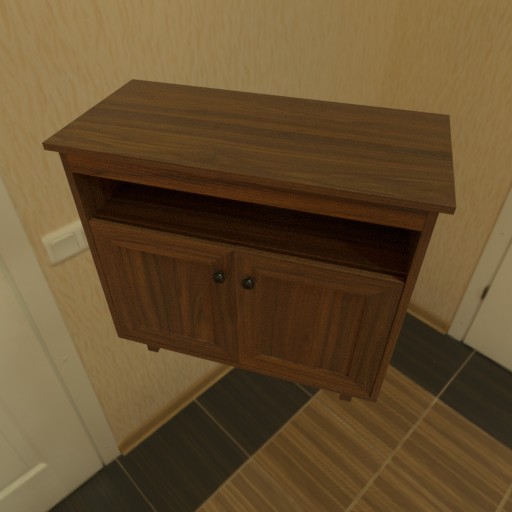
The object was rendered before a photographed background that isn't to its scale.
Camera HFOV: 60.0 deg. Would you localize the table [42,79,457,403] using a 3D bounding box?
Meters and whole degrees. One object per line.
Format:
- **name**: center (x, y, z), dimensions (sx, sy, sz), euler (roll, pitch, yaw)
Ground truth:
- **table**: center (0.000, 0.000, 1.191), dimensions (0.802, 0.725, 0.390), euler (11, 42, 12)
